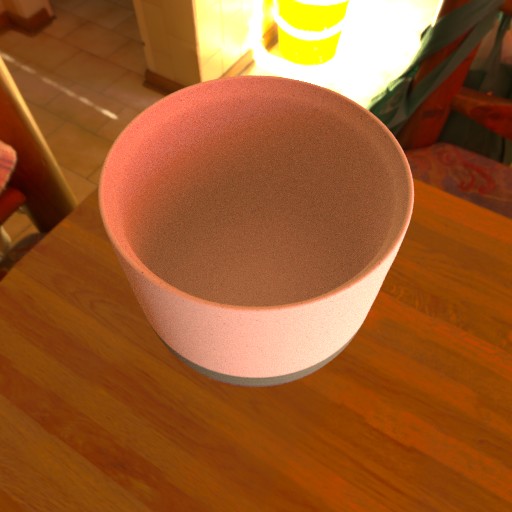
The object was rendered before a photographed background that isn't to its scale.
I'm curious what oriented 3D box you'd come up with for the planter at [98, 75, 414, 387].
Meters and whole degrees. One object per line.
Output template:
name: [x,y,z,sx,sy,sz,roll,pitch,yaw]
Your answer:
planter: [0.000,0.000,0.492,0.268,0.270,0.268,0,57,0]
